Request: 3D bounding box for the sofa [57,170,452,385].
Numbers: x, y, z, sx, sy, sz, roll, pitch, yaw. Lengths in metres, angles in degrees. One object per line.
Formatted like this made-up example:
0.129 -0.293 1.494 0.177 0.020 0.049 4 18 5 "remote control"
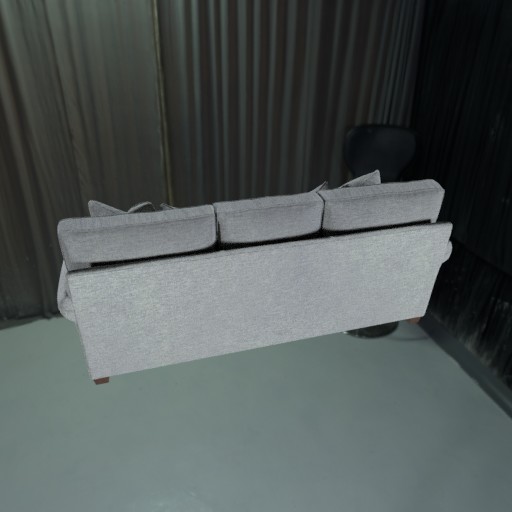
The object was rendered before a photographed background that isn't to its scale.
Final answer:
0.000 0.000 2.863 2.312 0.975 0.965 -8 28 -15 "sofa"
